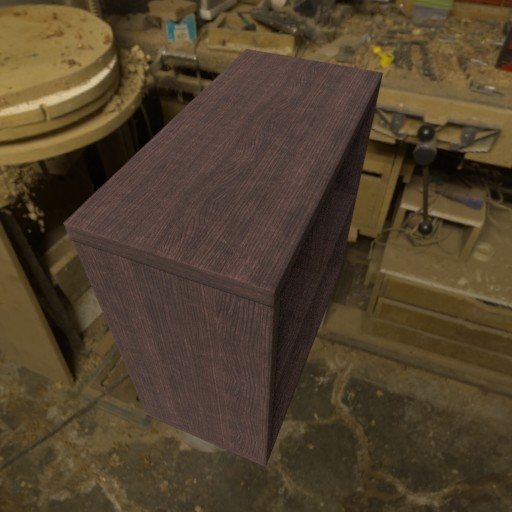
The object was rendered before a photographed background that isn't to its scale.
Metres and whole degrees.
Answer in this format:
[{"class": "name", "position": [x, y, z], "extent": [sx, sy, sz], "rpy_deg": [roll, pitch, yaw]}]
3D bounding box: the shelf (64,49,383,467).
[{"class": "shelf", "position": [0.000, 0.000, 1.249], "extent": [0.390, 0.786, 0.790], "rpy_deg": [17, 49, 15]}]
